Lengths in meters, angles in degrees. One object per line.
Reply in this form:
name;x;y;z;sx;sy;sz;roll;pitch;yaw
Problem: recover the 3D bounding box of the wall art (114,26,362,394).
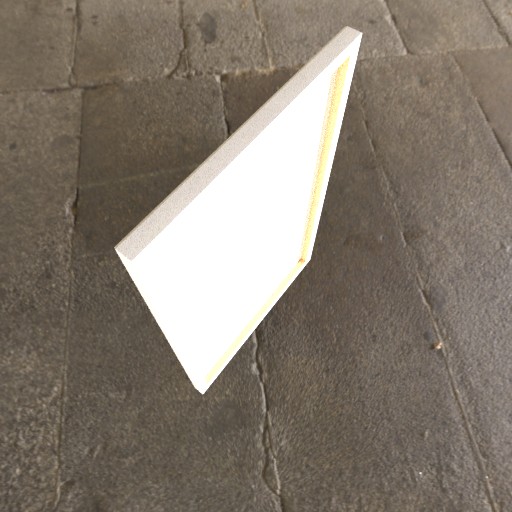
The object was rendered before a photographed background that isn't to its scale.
wall art;0.000;0.000;1.124;0.038;0.912;0.607;34;67;17
